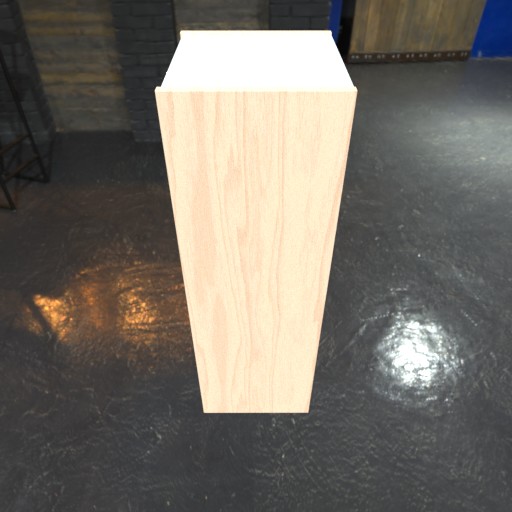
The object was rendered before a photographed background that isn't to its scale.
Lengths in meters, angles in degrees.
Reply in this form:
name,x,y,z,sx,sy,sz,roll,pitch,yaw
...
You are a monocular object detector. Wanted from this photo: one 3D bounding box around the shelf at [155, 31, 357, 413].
name,x,y,z,sx,sy,sz,roll,pitch,yaw
shelf,0.000,0.000,1.045,0.290,0.900,0.300,0,42,0
